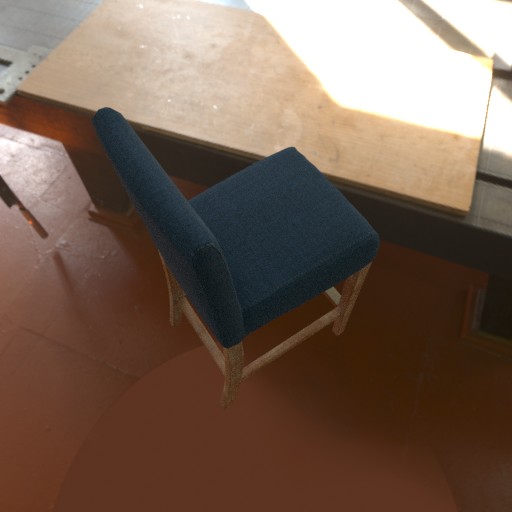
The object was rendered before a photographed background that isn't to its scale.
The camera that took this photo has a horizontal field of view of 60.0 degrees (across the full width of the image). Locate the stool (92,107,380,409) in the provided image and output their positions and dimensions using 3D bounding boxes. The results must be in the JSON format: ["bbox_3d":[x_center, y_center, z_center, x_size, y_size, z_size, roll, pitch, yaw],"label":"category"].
[{"bbox_3d":[0.000,0.000,1.323,0.567,1.039,0.454,-30,63,-17],"label":"stool"}]
